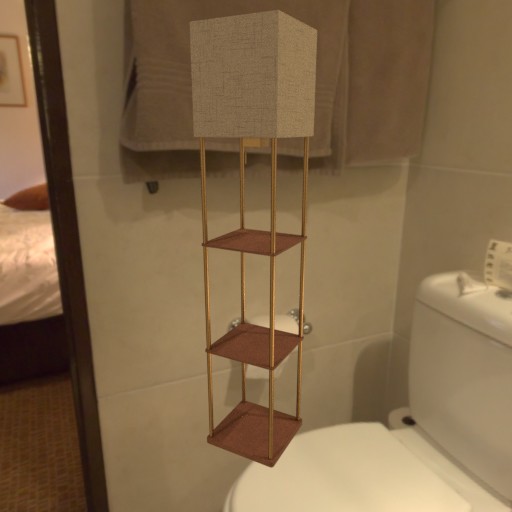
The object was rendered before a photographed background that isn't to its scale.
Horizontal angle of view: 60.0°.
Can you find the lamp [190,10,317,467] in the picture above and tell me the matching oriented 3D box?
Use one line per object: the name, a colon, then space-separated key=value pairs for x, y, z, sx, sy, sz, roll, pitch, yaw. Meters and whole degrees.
lamp: x=0.000 y=0.000 z=1.671 sx=0.310 sy=1.569 sz=0.308 roll=8 pitch=18 yaw=27
